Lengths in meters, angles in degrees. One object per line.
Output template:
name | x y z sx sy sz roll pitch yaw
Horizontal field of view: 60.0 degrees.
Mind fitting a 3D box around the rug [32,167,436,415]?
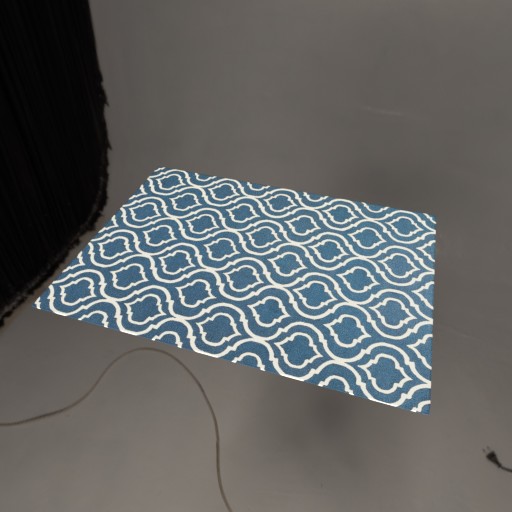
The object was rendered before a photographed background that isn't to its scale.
rug | 0.000 0.000 4.361 3.353 0.010 2.438 12 44 13
